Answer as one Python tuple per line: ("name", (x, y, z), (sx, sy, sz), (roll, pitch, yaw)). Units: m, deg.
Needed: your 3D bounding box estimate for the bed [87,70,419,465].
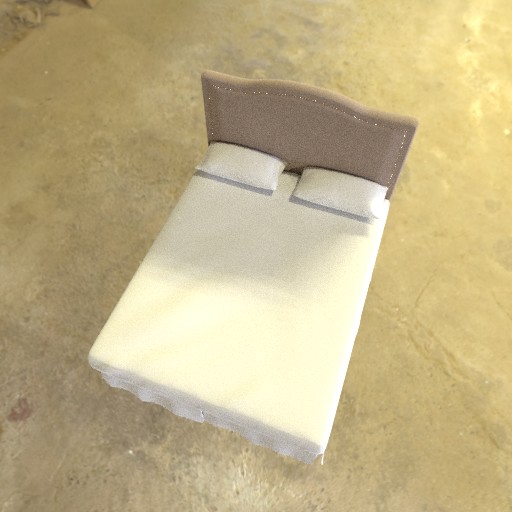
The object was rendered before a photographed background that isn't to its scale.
("bed", (0.000, 0.000, 3.320), (1.821, 1.436, 2.282), (17, 59, 11))
